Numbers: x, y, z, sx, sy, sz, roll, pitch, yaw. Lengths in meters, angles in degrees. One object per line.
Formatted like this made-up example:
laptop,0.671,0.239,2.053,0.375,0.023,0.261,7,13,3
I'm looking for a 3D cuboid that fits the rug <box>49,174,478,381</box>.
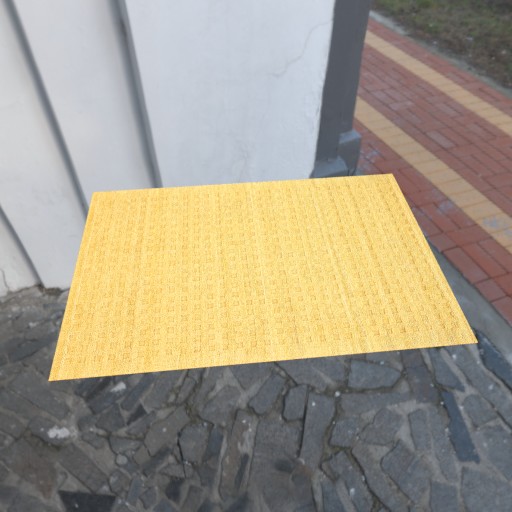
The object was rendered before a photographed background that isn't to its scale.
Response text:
rug,0.000,0.000,2.863,2.286,0.006,1.524,-4,47,-4
